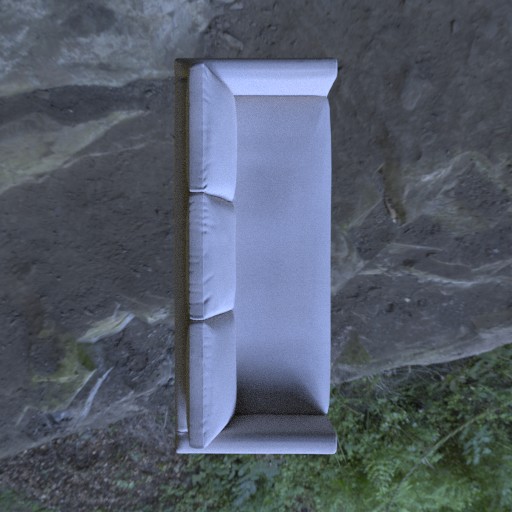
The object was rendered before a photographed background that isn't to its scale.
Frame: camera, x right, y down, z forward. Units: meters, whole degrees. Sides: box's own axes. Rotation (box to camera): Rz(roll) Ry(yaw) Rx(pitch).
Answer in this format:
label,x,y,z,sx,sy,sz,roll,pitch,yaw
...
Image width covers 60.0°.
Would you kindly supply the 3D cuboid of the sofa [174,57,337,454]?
label,x,y,z,sx,sy,sz,roll,pitch,yaw
sofa,0.000,0.000,2.654,0.902,0.911,2.198,0,90,1
